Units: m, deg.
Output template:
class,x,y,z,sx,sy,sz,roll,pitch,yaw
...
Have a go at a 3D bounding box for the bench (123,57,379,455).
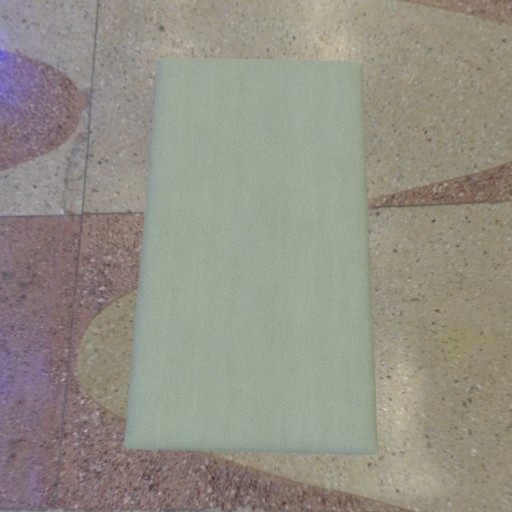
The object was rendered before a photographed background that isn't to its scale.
class,x,y,z,sx,sy,sz,roll,pitch,yaw
bench,0.000,0.000,1.156,0.500,0.449,0.887,1,76,0
